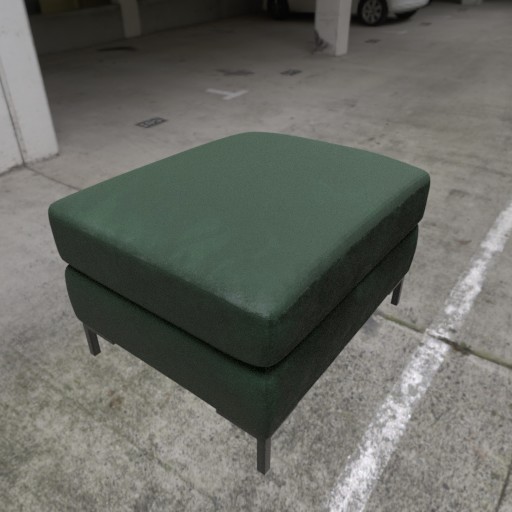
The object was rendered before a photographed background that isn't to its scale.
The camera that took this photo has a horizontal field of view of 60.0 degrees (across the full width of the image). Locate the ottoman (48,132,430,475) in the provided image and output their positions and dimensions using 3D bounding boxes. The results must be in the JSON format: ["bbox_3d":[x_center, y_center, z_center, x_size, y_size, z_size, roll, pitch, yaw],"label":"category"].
[{"bbox_3d":[0.000,0.000,1.306,0.701,0.538,0.839,21,37,31],"label":"ottoman"}]
